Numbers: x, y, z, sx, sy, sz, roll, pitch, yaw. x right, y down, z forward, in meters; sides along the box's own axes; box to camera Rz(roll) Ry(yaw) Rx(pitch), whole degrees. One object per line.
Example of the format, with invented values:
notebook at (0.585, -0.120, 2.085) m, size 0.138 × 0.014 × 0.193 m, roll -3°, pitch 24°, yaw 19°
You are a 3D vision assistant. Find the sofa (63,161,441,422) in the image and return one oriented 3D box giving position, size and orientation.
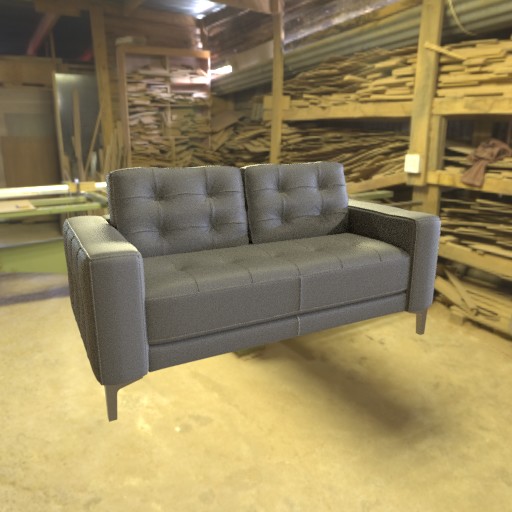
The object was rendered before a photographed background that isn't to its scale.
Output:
sofa at (0.000, 0.000, 2.237) m, size 1.726 × 0.893 × 0.833 m, roll -8°, pitch 17°, yaw -27°
